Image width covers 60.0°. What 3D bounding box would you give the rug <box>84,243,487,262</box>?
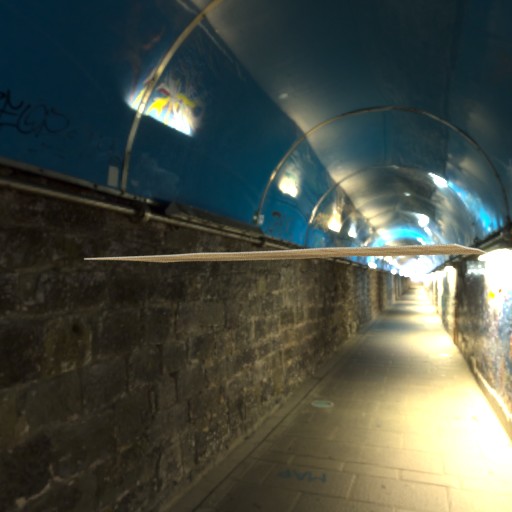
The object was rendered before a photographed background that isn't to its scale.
[{"bbox_3d":[0.000,0.000,2.727,2.439,0.013,0.762,-2,-3,36],"label":"rug"}]
